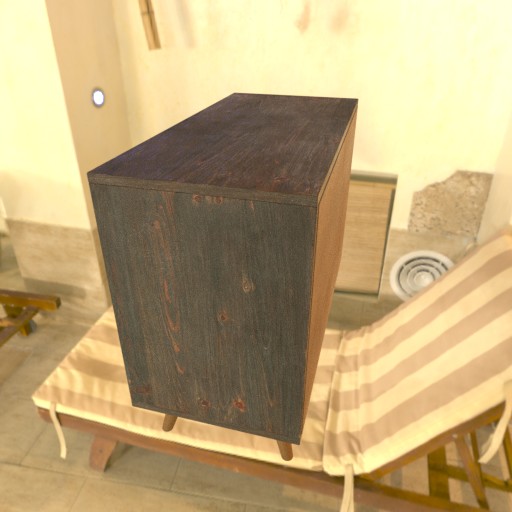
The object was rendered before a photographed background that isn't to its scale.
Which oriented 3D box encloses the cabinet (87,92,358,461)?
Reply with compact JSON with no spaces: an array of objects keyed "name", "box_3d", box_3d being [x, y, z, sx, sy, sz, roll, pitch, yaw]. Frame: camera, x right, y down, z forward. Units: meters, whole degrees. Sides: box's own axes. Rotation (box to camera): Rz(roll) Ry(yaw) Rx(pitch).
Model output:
[{"name":"cabinet","box_3d":[0.000,0.000,1.539,0.529,0.897,1.023,8,31,13]}]
